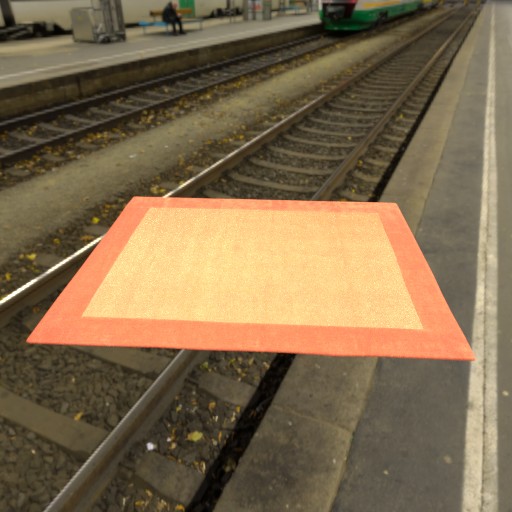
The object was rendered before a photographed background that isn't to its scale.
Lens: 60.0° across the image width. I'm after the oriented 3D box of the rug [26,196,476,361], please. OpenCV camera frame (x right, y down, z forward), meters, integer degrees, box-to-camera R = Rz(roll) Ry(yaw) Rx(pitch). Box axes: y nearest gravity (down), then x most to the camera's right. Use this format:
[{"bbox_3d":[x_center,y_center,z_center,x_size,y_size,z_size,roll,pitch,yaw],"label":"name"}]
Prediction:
[{"bbox_3d":[0.000,0.000,3.945,2.976,0.018,2.430,2,31,3],"label":"rug"}]
